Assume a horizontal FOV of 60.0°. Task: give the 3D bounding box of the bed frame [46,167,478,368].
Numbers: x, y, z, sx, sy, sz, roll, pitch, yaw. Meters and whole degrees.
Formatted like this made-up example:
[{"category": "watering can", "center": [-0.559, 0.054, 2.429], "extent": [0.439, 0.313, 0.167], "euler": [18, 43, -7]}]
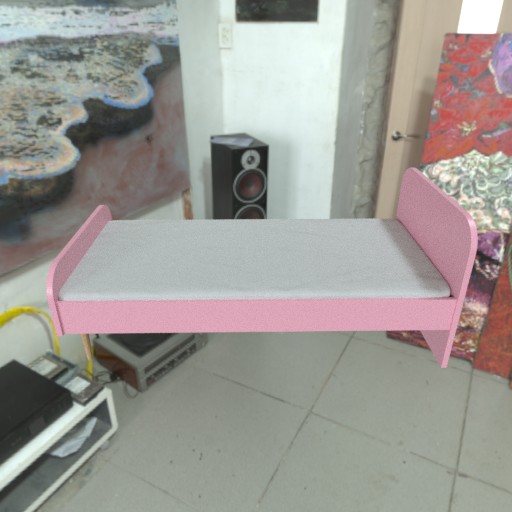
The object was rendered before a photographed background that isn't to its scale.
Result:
[{"category": "bed frame", "center": [0.000, 0.000, 2.543], "extent": [1.963, 0.805, 0.998], "euler": [0, 28, -1]}]
